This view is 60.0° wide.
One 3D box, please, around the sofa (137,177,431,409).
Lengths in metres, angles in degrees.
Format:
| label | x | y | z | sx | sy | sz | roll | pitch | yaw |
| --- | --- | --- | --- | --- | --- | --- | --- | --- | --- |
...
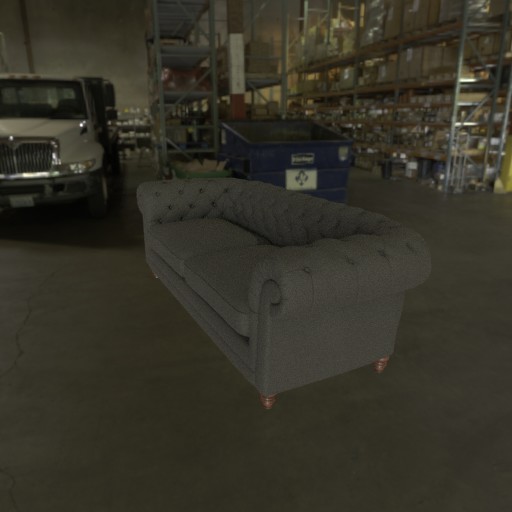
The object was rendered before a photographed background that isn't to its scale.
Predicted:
| label | x | y | z | sx | sy | sz | roll | pitch | yaw |
| --- | --- | --- | --- | --- | --- | --- | --- | --- | --- |
| sofa | 0.000 | 0.000 | 2.824 | 0.991 | 0.762 | 2.362 | -9 | 19 | -26 |
